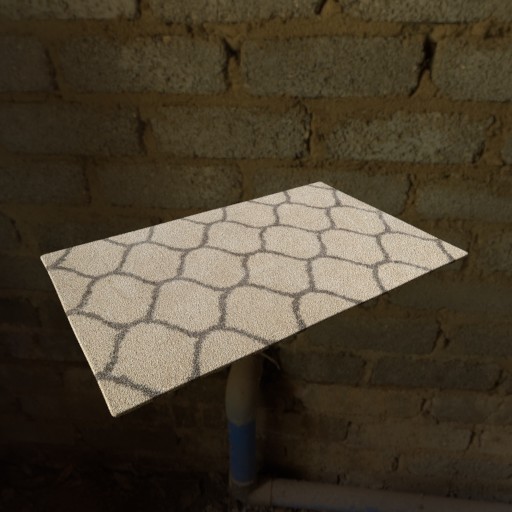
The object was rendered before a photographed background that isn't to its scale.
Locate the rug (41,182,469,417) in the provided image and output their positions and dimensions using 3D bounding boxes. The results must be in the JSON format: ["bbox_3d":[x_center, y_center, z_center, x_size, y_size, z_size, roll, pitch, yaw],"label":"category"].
[{"bbox_3d":[0.000,0.000,2.872,2.348,0.024,1.501,-19,36,-28],"label":"rug"}]
